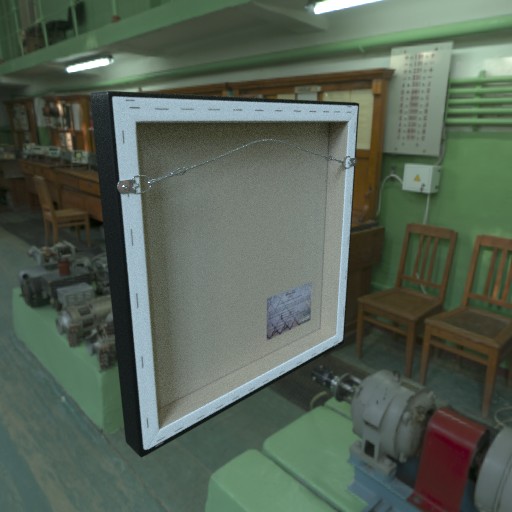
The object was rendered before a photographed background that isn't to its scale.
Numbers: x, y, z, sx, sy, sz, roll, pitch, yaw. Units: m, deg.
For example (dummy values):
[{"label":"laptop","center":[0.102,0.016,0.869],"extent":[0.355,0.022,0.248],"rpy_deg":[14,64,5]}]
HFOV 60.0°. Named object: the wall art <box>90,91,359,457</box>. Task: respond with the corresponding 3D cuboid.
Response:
[{"label":"wall art","center":[0.000,0.000,0.606],"extent":[0.406,0.407,0.041],"rpy_deg":[-16,23,-42]}]
